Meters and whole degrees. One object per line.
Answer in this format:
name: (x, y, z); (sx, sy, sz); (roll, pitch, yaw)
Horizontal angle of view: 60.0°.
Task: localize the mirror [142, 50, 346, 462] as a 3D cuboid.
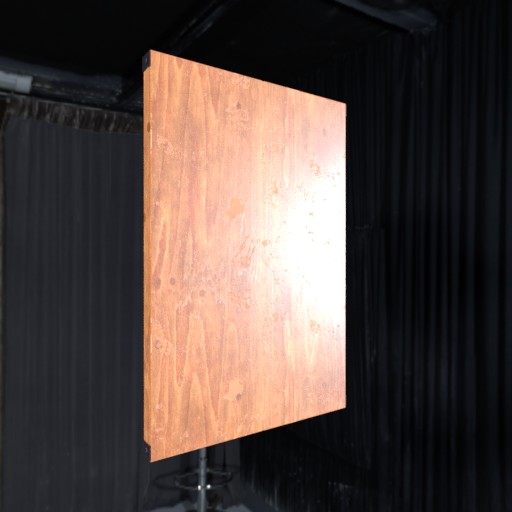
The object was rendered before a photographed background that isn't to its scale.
mirror: (0.000, 0.000, 0.984); (0.517, 0.761, 0.053); (0, 0, -35)
